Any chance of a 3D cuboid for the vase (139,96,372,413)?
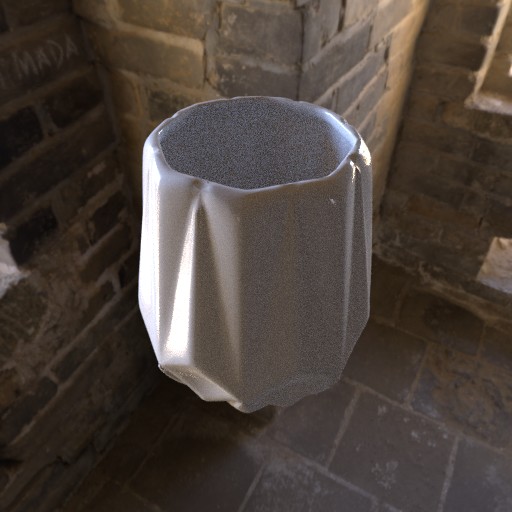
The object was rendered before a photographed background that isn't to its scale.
[{"bbox_3d":[0.000,0.000,0.259,0.141,0.152,0.141,0,41,0],"label":"vase"}]
